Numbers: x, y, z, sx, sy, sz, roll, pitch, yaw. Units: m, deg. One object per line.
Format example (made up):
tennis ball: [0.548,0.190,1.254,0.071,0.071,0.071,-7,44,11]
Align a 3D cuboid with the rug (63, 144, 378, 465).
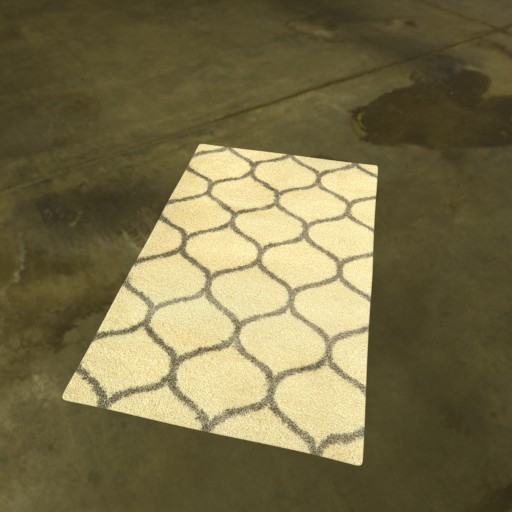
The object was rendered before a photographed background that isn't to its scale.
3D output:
rug: [0.000,0.000,2.904,1.501,0.024,2.348,9,48,8]
